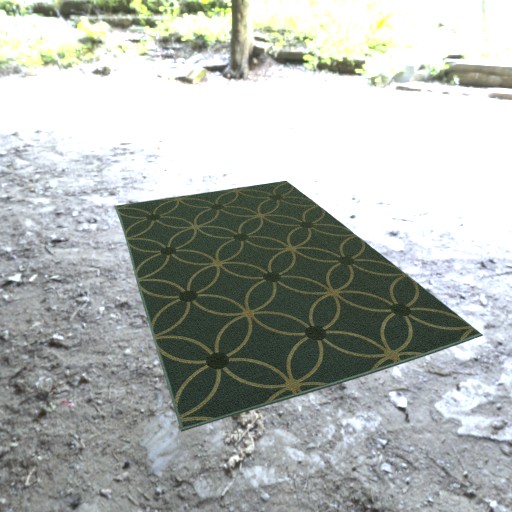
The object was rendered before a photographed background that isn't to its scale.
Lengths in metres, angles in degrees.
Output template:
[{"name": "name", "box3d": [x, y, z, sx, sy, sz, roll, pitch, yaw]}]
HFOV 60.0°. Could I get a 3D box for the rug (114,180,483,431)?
[{"name": "rug", "box3d": [0.000, 0.000, 2.849, 1.522, 0.008, 2.284, -12, 32, -19]}]
